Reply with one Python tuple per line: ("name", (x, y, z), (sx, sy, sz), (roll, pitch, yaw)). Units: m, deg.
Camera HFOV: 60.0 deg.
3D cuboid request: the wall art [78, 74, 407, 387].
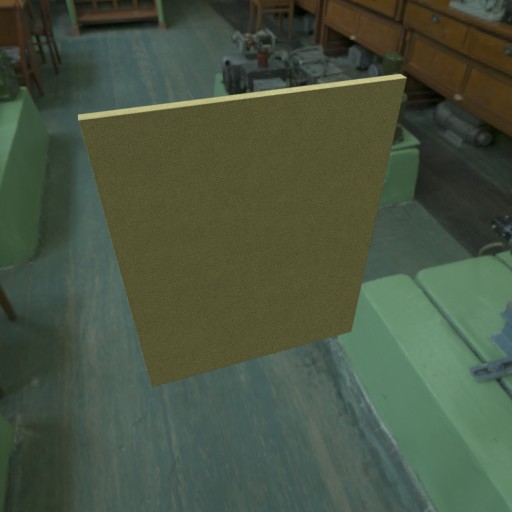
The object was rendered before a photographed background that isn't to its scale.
("wall art", (0.000, 0.000, 1.368), (0.798, 1.002, 0.030), (-12, 42, -14))
